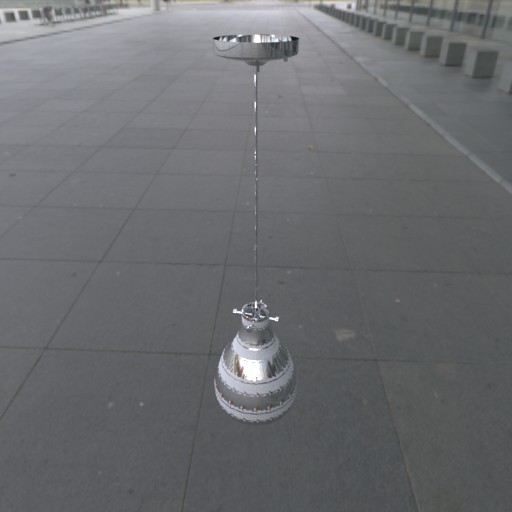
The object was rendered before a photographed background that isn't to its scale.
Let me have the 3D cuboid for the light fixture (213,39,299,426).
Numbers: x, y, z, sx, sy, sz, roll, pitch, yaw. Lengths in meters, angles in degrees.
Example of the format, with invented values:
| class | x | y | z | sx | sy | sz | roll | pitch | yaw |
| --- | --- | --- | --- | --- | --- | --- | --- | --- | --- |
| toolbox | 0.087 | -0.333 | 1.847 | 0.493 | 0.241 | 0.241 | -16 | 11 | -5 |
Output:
| class | x | y | z | sx | sy | sz | roll | pitch | yaw |
| --- | --- | --- | --- | --- | --- | --- | --- | --- | --- |
| light fixture | 0.000 | 0.000 | 1.647 | 0.374 | 1.457 | 0.374 | 9 | 32 | 14 |
